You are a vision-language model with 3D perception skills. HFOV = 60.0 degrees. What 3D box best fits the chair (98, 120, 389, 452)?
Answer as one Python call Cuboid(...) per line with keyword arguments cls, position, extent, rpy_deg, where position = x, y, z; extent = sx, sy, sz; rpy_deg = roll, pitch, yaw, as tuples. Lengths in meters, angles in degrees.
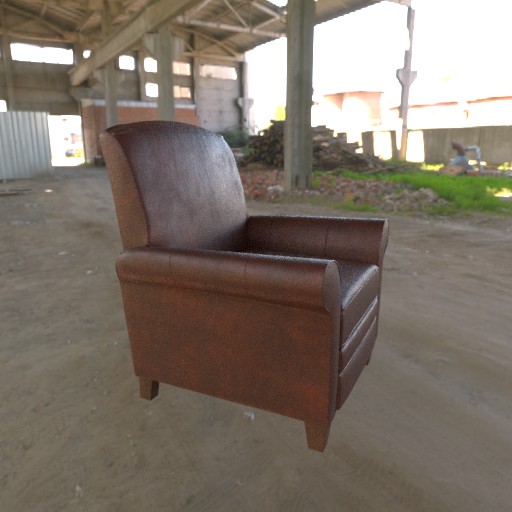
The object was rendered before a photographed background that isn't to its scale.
Cuboid(cls="chair", position=(0.000, 0.000, 1.783), extent=(0.902, 1.061, 0.978), rpy_deg=(7, 15, 25))
